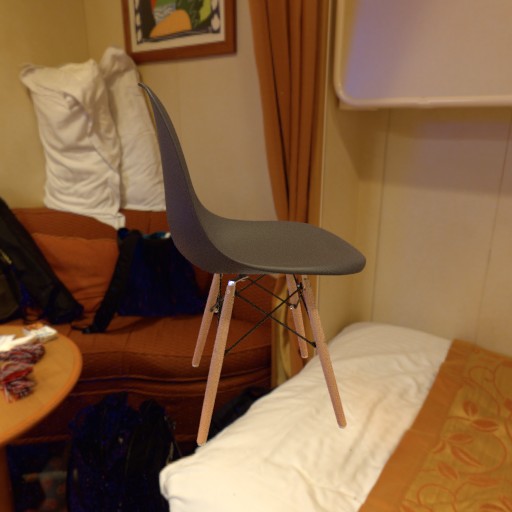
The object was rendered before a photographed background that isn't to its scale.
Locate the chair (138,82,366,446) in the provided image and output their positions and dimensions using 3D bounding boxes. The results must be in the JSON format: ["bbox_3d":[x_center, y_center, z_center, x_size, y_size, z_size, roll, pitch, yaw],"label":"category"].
[{"bbox_3d":[0.000,0.000,1.149,0.533,0.825,0.470,-3,17,-9],"label":"chair"}]
